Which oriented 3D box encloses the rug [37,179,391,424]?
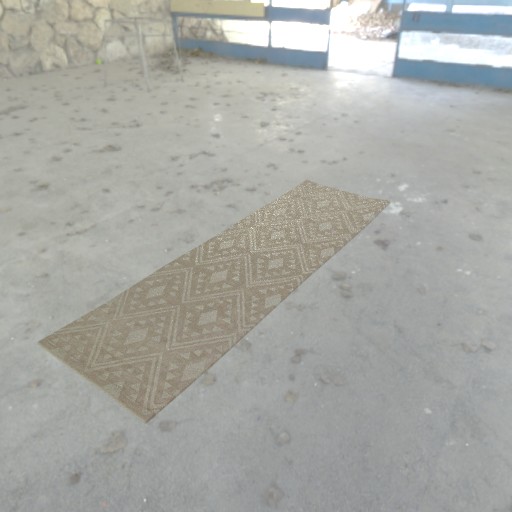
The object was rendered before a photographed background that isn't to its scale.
[{"bbox_3d":[0.000,0.000,2.723,0.752,0.051,2.452,21,37,30],"label":"rug"}]
